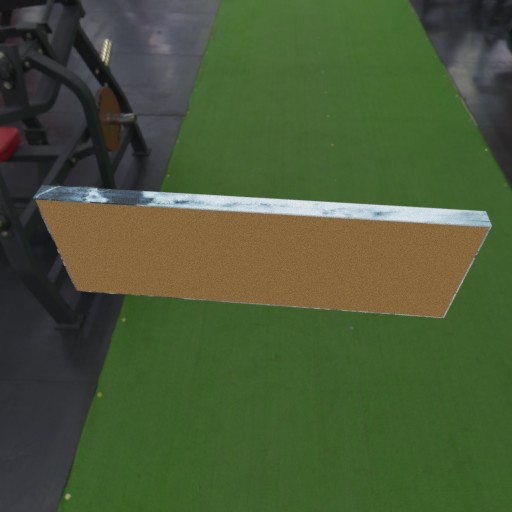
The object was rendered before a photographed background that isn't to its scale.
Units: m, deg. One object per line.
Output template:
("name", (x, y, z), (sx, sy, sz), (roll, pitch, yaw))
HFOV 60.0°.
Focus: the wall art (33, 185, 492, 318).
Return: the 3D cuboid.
("wall art", (0.000, 0.000, 0.834), (0.759, 0.251, 0.037), (4, 47, 4))
